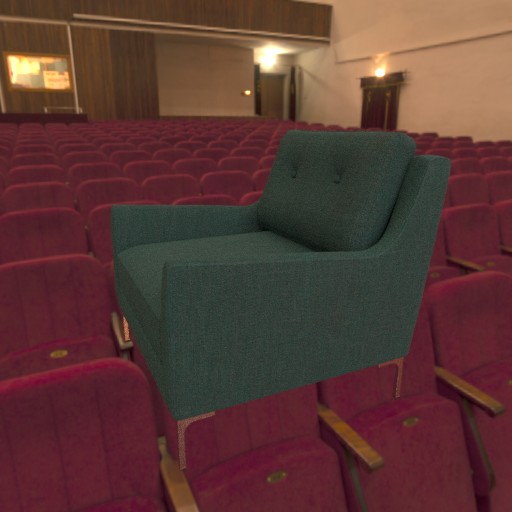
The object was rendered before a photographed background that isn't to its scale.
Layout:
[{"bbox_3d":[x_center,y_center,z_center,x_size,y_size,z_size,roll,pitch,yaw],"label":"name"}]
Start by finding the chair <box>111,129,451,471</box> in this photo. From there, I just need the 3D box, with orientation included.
[{"bbox_3d":[0.000,0.000,1.524,0.849,0.828,0.847,-8,18,-25],"label":"chair"}]
